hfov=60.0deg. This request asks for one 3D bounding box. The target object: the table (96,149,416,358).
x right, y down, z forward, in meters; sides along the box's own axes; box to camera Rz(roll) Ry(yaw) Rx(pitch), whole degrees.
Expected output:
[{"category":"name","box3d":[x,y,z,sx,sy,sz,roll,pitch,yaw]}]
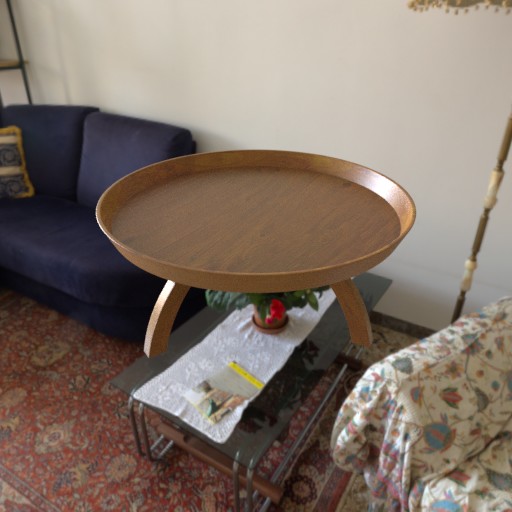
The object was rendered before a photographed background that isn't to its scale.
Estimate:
[{"category":"table","box3d":[0.000,0.000,1.556,1.016,0.470,1.016,0,29,0]}]
